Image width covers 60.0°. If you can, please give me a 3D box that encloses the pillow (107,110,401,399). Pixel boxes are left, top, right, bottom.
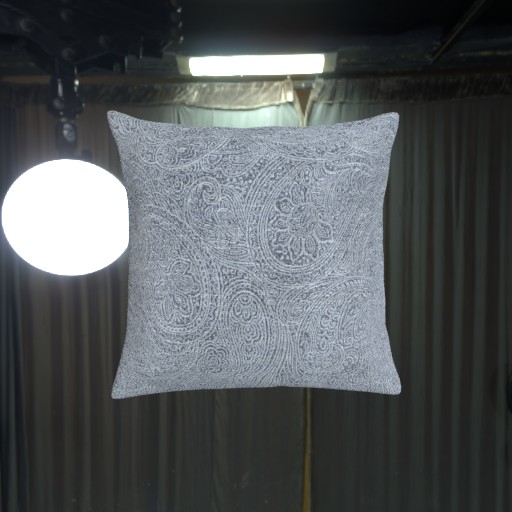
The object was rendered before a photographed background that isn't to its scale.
[{"bbox_3d":[0.000,0.000,0.791,0.523,0.510,0.166,0,1,-1],"label":"pillow"}]
